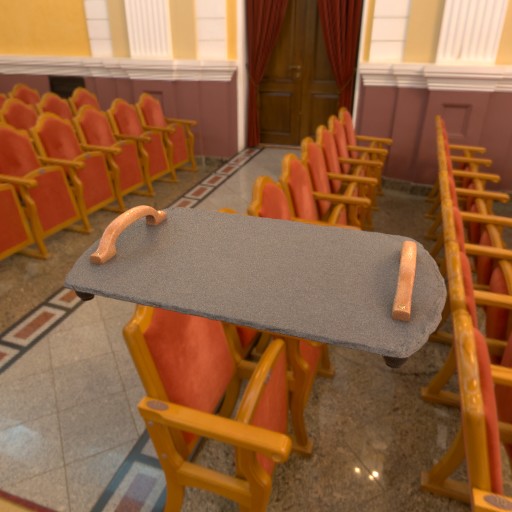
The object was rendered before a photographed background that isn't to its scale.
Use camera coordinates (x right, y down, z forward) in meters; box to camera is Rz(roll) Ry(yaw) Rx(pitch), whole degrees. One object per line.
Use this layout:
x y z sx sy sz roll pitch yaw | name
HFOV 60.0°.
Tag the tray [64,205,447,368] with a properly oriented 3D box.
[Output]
0.000 0.000 0.479 0.387 0.062 0.231 9 28 17 | tray
